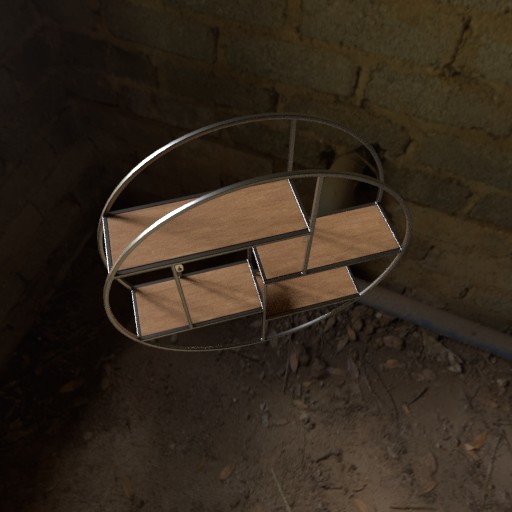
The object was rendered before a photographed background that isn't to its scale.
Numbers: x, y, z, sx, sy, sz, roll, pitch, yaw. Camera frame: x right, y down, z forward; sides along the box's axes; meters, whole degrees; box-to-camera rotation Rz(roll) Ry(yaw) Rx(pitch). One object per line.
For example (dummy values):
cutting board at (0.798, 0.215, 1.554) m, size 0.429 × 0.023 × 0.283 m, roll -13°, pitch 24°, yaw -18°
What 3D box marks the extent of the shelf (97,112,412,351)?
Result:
shelf at (0.000, 0.000, 1.336) m, size 0.888 × 0.888 × 0.202 m, roll -13°, pitch 58°, yaw -8°
